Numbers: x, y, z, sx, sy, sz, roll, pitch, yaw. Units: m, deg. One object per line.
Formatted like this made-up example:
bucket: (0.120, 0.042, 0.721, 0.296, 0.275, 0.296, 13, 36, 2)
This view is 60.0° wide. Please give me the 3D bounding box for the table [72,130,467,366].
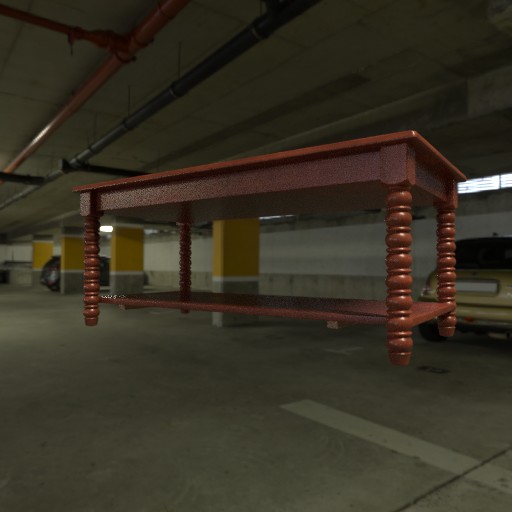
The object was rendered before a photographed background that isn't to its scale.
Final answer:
table: (0.000, 0.000, 1.446, 1.171, 0.485, 0.580, -1, -1, 35)
